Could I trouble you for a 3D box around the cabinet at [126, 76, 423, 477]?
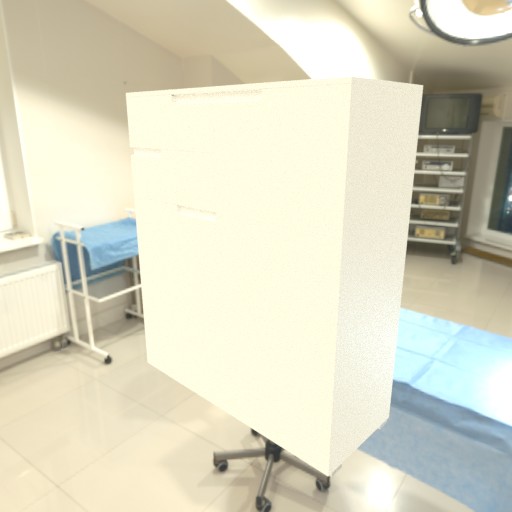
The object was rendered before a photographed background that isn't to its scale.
[{"bbox_3d":[0.000,0.000,1.690,1.000,1.190,0.400,15,23,41],"label":"cabinet"}]
